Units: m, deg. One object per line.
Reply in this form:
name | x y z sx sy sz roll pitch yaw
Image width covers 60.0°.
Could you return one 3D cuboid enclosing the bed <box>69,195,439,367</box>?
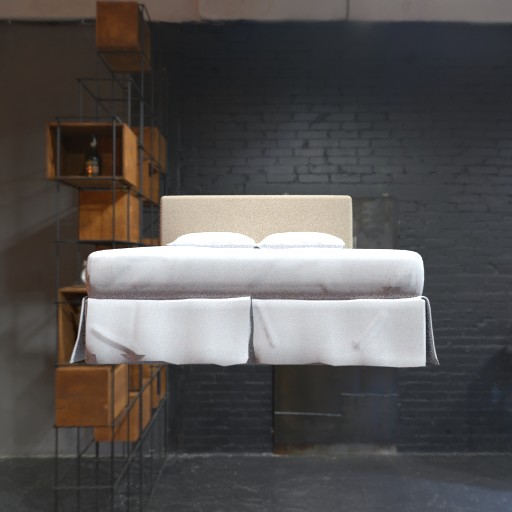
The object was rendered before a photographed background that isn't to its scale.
bed | 0.000 0.000 3.647 2.119 1.317 2.319 0 -1 1
